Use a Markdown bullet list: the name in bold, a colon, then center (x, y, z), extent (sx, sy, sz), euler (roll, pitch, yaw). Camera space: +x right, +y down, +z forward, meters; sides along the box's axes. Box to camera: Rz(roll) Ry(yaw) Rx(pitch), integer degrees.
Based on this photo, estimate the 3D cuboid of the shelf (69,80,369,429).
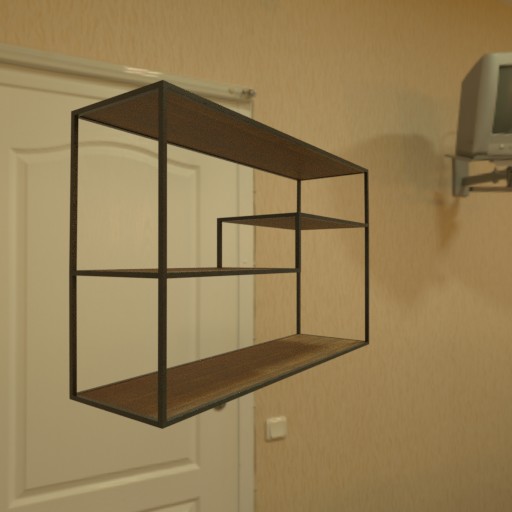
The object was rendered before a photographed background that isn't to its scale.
- **shelf**: center (0.000, 0.000, 1.560), extent (0.361, 0.765, 1.201), euler (0, -1, 36)
